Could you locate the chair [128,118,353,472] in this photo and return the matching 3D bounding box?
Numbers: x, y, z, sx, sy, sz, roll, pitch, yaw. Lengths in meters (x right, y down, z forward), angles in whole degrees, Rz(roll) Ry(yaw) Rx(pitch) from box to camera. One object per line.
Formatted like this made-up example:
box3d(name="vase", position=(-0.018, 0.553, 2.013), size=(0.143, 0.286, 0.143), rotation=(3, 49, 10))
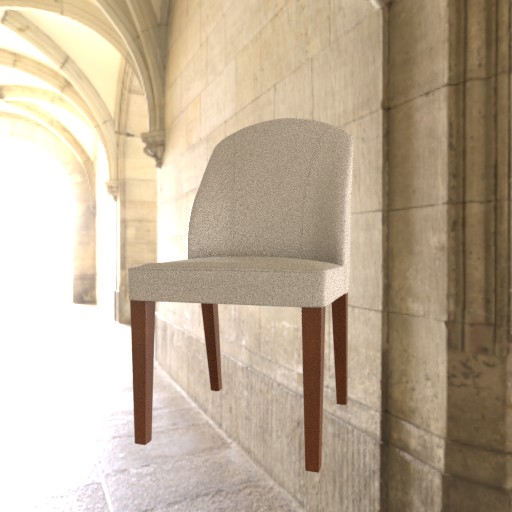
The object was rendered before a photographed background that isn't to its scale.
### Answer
box3d(name="chair", position=(0.000, 0.000, 1.207), size=(0.472, 0.893, 0.540), rotation=(0, 1, 18))
